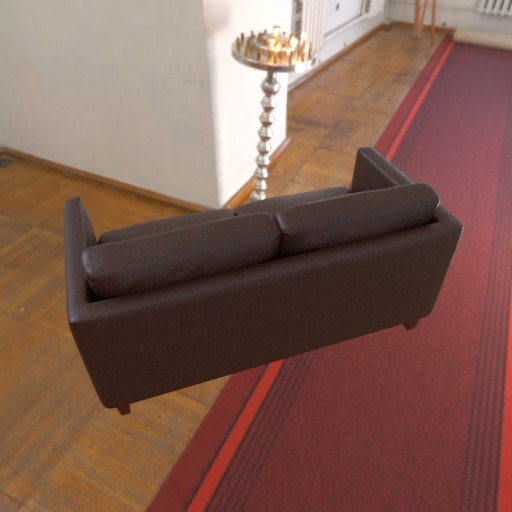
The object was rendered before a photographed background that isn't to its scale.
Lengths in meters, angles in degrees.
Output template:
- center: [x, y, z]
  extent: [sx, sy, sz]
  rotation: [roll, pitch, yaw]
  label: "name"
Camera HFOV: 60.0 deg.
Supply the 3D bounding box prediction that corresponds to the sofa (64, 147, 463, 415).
- center: [0.000, 0.000, 2.457]
  extent: [1.883, 0.933, 0.951]
  rotation: [-13, 42, -14]
  label: "sofa"
